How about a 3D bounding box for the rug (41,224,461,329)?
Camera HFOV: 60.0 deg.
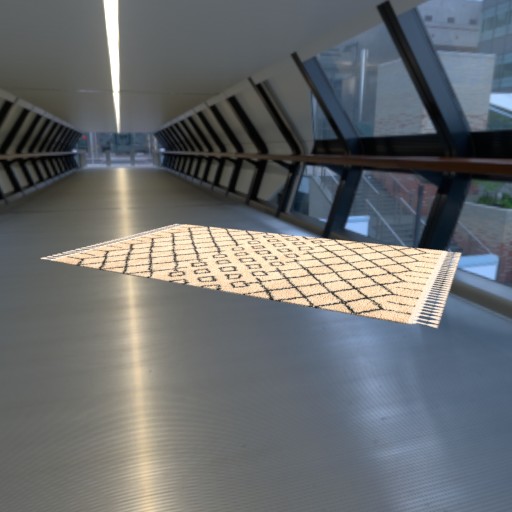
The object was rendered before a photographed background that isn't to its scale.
[{"bbox_3d":[0.000,0.000,2.451,2.006,0.008,1.196,7,16,27],"label":"rug"}]
